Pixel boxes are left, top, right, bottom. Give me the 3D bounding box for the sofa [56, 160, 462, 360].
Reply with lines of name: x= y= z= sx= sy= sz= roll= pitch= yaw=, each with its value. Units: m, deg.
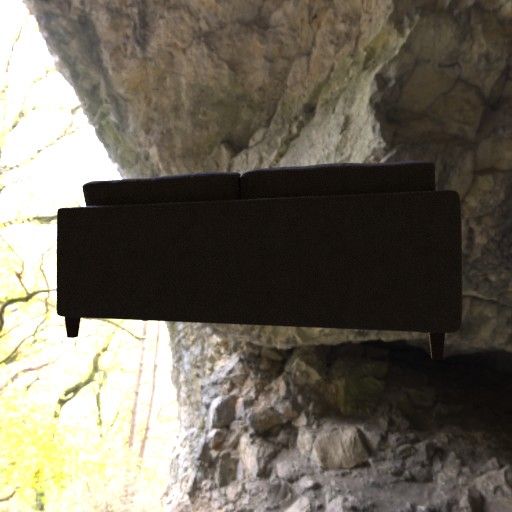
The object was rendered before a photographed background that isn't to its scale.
sofa: x=0.000 y=0.000 z=2.724 sx=2.208 sy=0.965 sz=0.951 roll=0 pitch=-1 yaw=17
